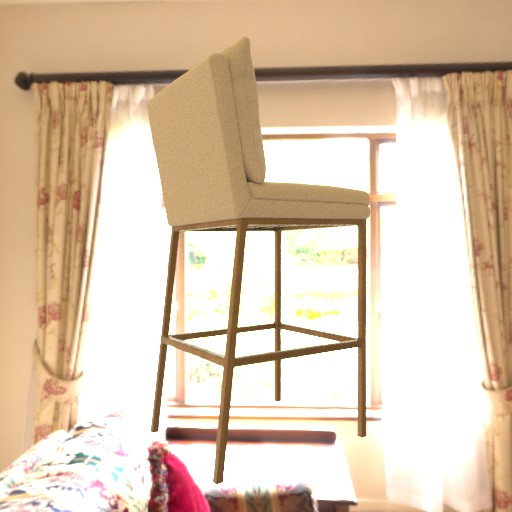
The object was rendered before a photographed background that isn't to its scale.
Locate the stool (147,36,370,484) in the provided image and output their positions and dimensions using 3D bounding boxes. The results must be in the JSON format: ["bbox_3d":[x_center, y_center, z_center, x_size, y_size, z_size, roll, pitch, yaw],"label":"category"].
[{"bbox_3d":[0.000,0.000,1.409,0.572,1.125,0.463,0,-1,-36],"label":"stool"}]
